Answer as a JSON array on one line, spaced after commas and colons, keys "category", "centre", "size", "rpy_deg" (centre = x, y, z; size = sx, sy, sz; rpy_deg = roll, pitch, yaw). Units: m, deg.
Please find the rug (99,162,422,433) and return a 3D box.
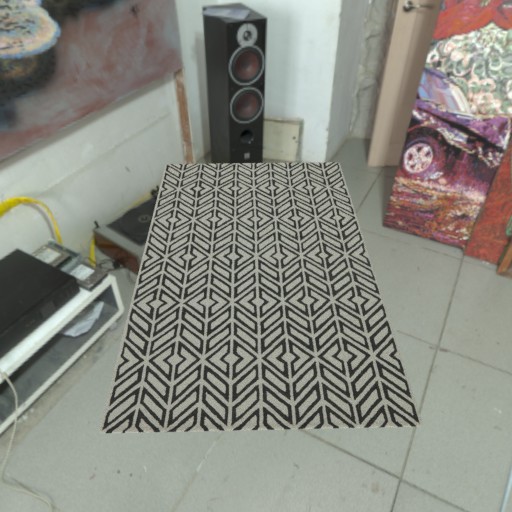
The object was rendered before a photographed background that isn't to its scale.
[{"category": "rug", "centre": [0.000, 0.000, 2.981], "size": [1.523, 0.008, 2.438], "rpy_deg": [-1, 42, -1]}]
